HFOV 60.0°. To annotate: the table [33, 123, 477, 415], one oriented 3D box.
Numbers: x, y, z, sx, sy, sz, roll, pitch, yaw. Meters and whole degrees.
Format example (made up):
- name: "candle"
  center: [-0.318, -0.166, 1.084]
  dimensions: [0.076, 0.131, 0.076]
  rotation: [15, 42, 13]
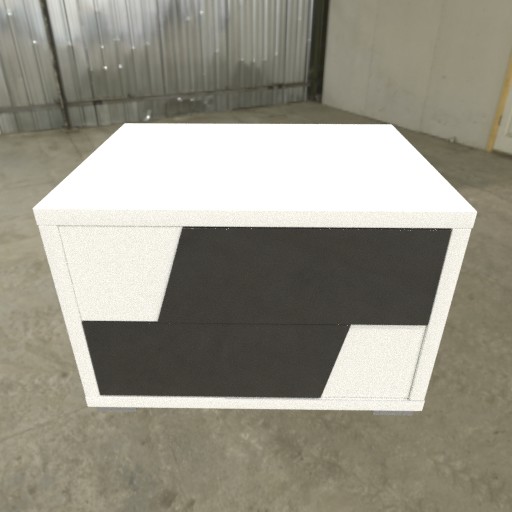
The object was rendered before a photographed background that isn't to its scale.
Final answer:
- name: "table"
  center: [0.000, 0.000, 0.775]
  dimensions: [0.517, 0.357, 0.399]
  rotation: [0, 30, 1]
